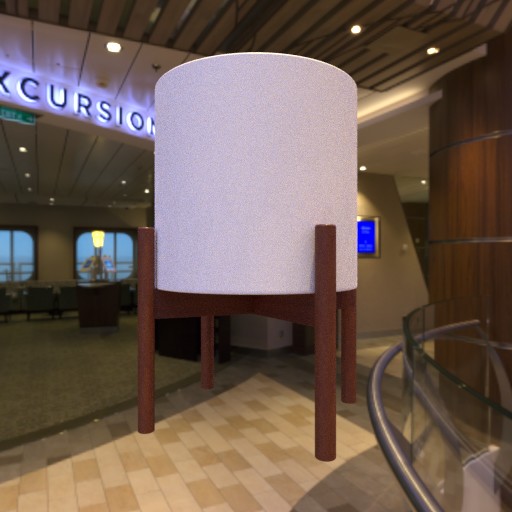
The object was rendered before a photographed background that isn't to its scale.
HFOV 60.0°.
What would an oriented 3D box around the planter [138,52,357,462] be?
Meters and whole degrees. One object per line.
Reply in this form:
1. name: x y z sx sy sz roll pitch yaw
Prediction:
1. planter: 0.000 0.000 0.937 0.417 0.670 0.417 0 0 18
